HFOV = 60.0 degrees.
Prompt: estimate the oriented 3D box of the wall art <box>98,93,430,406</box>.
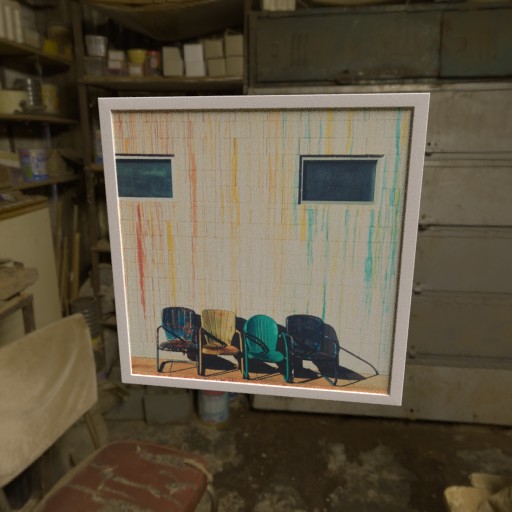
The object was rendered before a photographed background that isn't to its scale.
[{"bbox_3d":[0.000,0.000,1.118,0.760,0.760,0.036,2,15,8],"label":"wall art"}]
